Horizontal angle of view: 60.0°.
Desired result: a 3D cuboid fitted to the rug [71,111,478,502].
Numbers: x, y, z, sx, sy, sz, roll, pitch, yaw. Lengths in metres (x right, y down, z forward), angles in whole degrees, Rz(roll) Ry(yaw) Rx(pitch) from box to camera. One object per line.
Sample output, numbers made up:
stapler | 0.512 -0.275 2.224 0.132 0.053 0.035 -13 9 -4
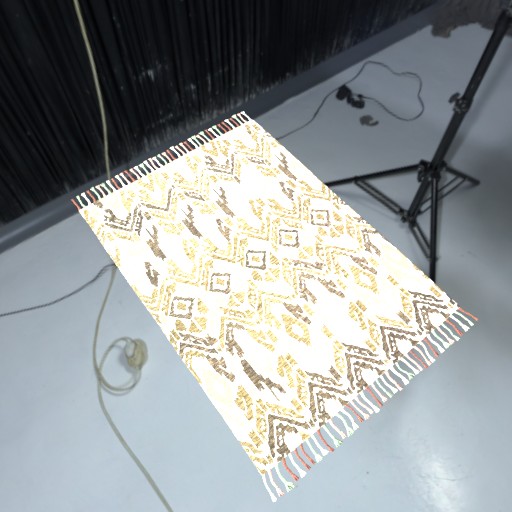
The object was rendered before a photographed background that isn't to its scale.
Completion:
rug | 0.000 0.000 2.241 1.219 0.008 1.829 -33 64 -19
